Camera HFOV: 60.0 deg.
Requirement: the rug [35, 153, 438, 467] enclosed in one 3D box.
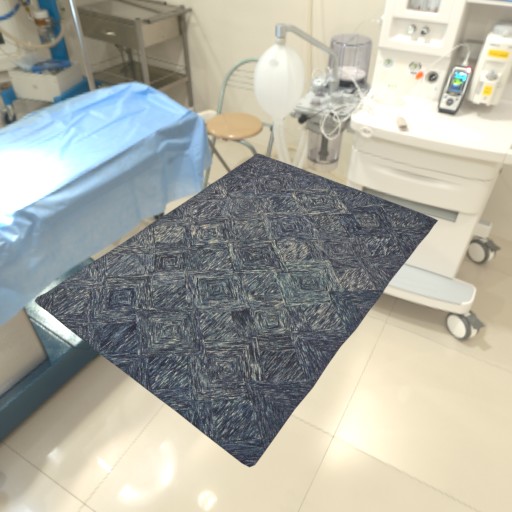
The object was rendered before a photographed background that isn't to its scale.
[{"bbox_3d":[0.000,0.000,4.243,2.385,0.024,3.245,27,48,27],"label":"rug"}]
